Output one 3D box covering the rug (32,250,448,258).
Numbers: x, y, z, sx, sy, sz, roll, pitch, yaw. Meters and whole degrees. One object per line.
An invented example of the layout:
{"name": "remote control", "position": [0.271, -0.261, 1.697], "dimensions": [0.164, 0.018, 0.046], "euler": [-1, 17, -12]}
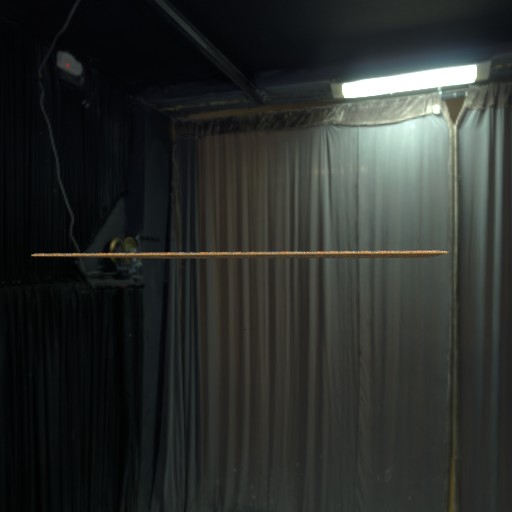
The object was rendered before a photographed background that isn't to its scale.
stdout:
{"name": "rug", "position": [0.000, 0.000, 3.858], "dimensions": [2.916, 0.019, 2.043], "euler": [0, -1, 19]}
